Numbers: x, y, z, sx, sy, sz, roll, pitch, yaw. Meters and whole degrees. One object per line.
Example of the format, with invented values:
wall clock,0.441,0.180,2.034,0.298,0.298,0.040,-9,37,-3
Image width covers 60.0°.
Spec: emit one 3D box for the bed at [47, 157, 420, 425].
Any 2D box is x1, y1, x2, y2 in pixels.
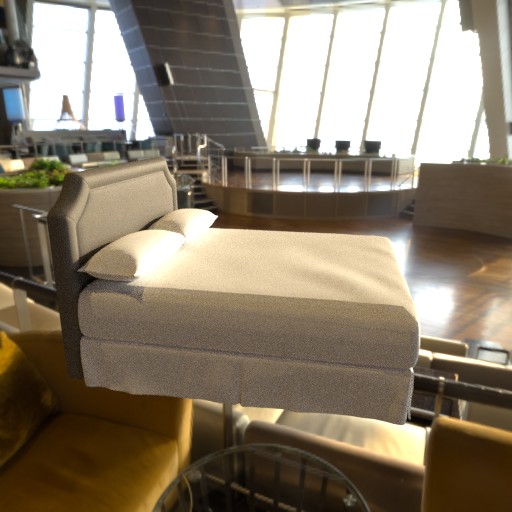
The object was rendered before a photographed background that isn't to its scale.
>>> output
bed,0.000,0.000,3.903,2.536,1.561,2.194,3,17,11
